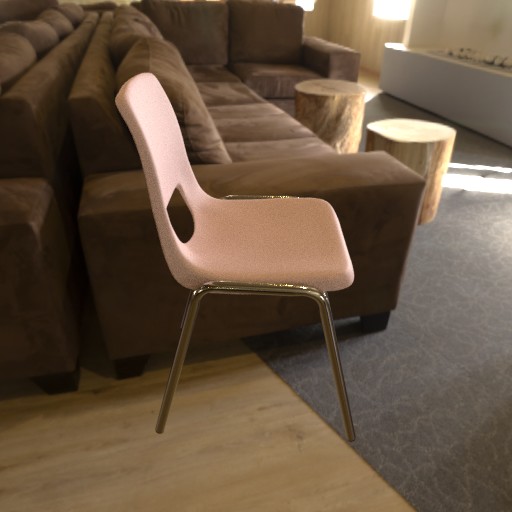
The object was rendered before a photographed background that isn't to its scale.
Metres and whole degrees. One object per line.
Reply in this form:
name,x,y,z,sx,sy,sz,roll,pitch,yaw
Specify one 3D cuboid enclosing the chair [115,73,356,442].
chair,0.000,0.000,0.928,0.436,0.704,0.381,1,32,1
